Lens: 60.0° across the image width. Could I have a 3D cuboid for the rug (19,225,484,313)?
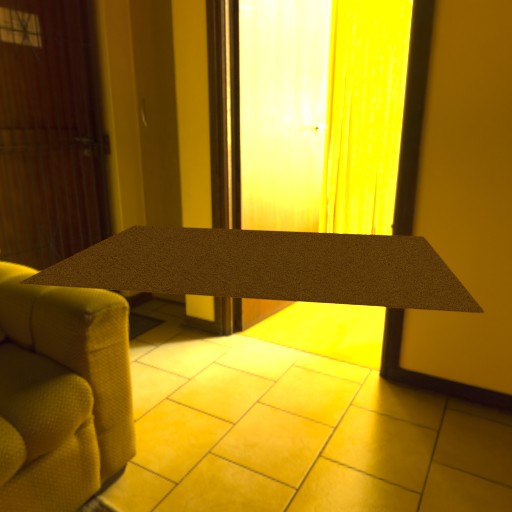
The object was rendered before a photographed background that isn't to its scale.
[{"bbox_3d":[0.000,0.000,2.990,2.438,0.008,1.523,3,16,9],"label":"rug"}]
